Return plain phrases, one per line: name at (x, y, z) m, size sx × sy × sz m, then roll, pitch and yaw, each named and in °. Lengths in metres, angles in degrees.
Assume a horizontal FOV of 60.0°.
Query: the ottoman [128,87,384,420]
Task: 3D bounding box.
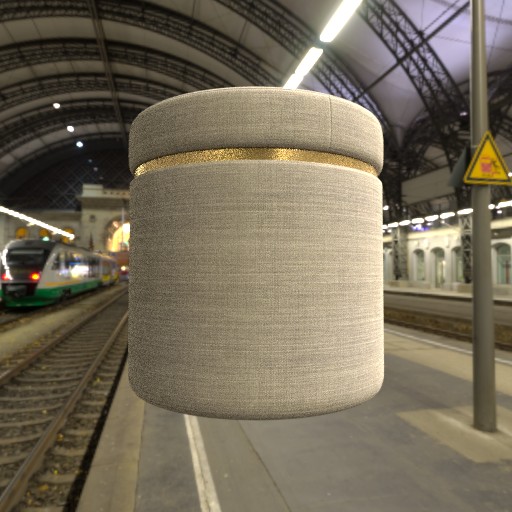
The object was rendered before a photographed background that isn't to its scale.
ottoman at (0.000, 0.000, 0.719) m, size 0.400 × 0.406 × 0.400 m, roll 0°, pitch -2°, yaw 0°
